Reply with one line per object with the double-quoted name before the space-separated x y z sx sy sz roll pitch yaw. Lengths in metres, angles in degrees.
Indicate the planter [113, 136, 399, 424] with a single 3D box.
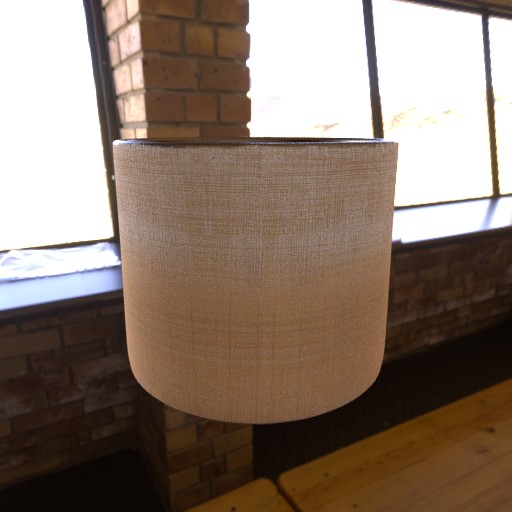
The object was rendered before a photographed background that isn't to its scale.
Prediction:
"planter" 0.000 0.000 0.432 0.254 0.221 0.254 0 16 0
